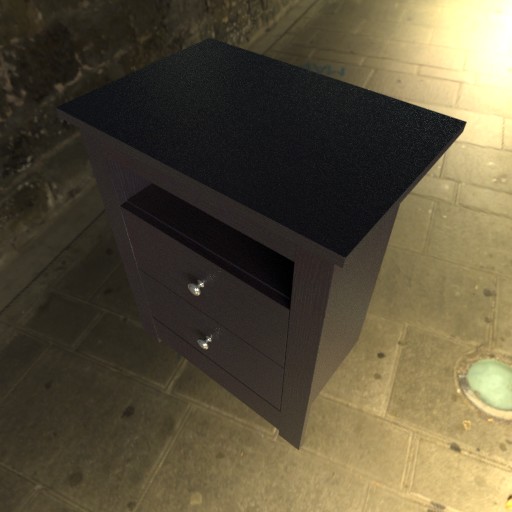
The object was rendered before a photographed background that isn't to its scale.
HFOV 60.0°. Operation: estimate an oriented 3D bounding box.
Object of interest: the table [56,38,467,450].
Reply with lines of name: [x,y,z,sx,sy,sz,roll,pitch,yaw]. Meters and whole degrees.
table: [0.000,0.000,1.025,0.589,0.711,0.408,30,54,25]
